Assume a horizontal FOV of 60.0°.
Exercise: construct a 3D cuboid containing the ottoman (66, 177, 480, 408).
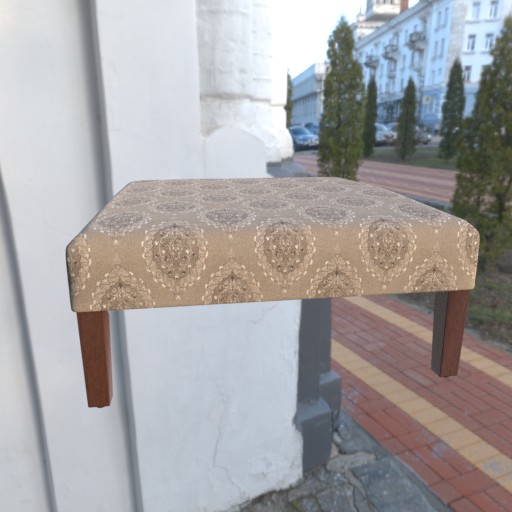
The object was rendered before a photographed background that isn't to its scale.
[{"bbox_3d":[0.000,0.000,1.379,0.889,0.411,0.890,-2,17,-8],"label":"ottoman"}]
